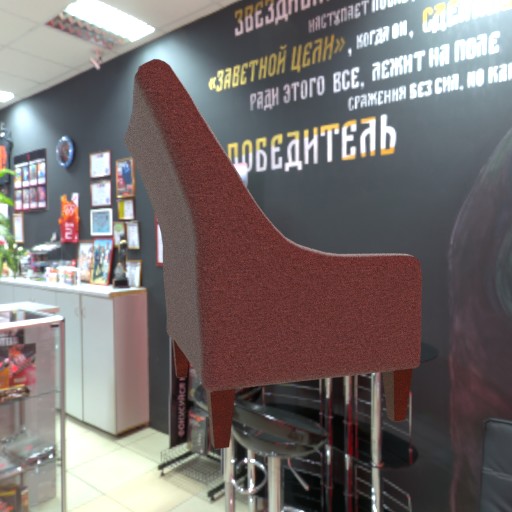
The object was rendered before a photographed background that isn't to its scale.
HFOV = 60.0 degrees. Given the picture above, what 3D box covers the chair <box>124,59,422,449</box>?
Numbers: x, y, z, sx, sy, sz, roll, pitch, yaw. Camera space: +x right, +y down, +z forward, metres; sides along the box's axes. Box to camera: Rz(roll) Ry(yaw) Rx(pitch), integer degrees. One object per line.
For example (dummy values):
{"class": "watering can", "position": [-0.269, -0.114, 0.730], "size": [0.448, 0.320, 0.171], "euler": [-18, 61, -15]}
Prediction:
{"class": "chair", "position": [0.000, 0.000, 1.581], "size": [0.870, 1.016, 0.774], "euler": [-1, 2, -19]}
